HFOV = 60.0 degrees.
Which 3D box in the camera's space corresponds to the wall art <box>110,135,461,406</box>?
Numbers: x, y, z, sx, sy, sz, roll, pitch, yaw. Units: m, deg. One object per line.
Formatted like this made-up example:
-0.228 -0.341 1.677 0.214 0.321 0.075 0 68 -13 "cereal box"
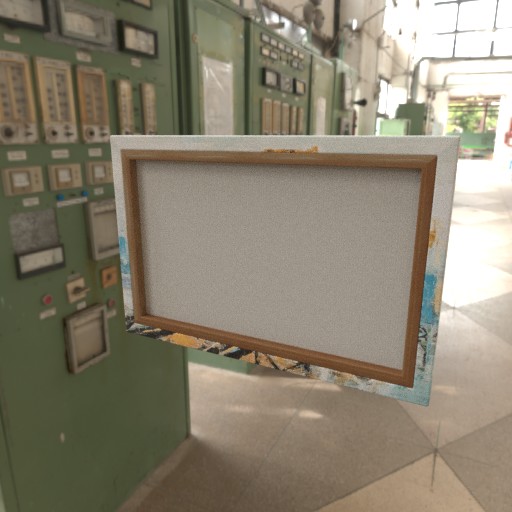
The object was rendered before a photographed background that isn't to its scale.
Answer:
0.000 0.000 1.162 0.913 0.609 0.038 8 17 26 "wall art"
